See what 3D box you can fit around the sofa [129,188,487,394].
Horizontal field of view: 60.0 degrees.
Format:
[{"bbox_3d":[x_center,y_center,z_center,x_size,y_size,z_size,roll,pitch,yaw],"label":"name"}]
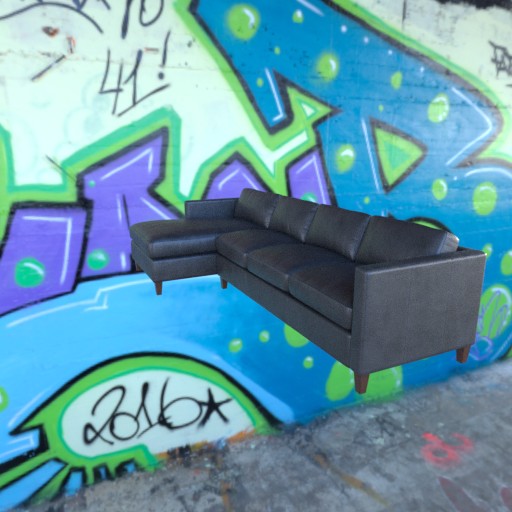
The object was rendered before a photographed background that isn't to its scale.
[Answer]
[{"bbox_3d":[0.000,0.000,3.822,1.581,0.883,3.203,-7,16,-25],"label":"sofa"}]
